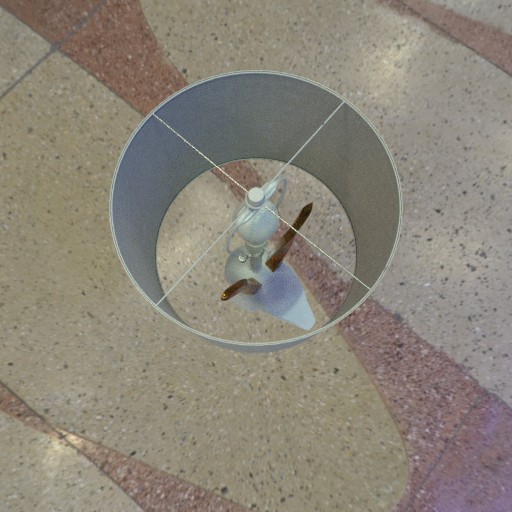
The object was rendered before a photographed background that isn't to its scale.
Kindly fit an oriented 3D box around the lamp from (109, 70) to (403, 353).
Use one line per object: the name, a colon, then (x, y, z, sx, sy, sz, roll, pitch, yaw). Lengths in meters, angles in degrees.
lamp: (0.000, 0.000, 0.691, 0.298, 0.503, 0.298, 40, 79, 9)
